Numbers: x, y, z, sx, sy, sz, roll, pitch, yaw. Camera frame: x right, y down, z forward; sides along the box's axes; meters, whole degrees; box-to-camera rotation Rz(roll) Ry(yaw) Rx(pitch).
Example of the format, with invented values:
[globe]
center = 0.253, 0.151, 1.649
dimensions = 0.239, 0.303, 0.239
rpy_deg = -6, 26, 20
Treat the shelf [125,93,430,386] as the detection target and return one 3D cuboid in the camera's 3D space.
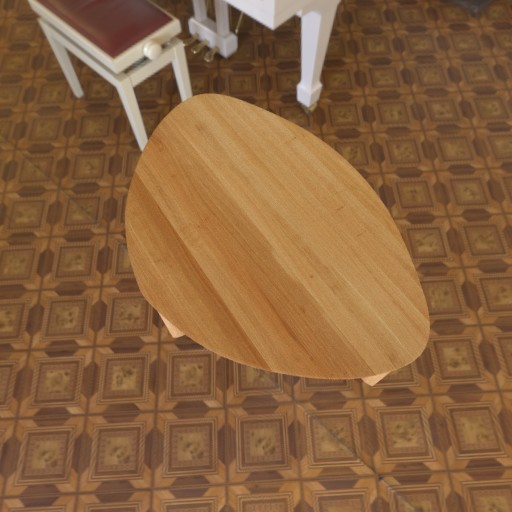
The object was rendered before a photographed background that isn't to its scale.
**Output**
[shelf]
center = 0.000, 0.000, 1.658
dimensions = 0.845, 0.440, 1.246
rpy_deg = -32, 67, -15
